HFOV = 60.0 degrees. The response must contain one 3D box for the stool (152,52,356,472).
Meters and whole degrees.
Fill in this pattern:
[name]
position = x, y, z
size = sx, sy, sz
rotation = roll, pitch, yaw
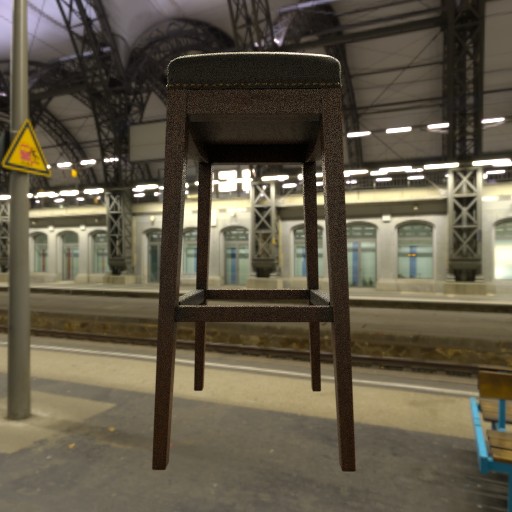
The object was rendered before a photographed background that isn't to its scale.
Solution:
[stool]
position = 0.000, 0.000, 1.036
size = 0.361, 0.765, 0.500
rotation = 0, 0, 1
